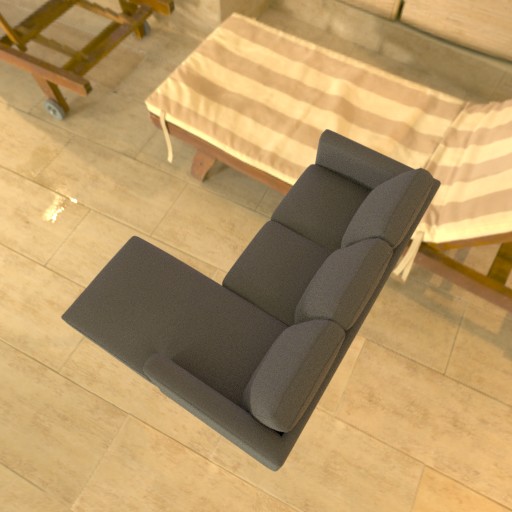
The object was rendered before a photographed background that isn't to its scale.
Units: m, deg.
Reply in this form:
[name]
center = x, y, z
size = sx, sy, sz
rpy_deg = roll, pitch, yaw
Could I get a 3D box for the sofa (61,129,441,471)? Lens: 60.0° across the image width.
[sofa]
center = 0.000, 0.000, 2.921
size = 1.591, 0.897, 2.031
rpy_deg = 30, 66, 15
